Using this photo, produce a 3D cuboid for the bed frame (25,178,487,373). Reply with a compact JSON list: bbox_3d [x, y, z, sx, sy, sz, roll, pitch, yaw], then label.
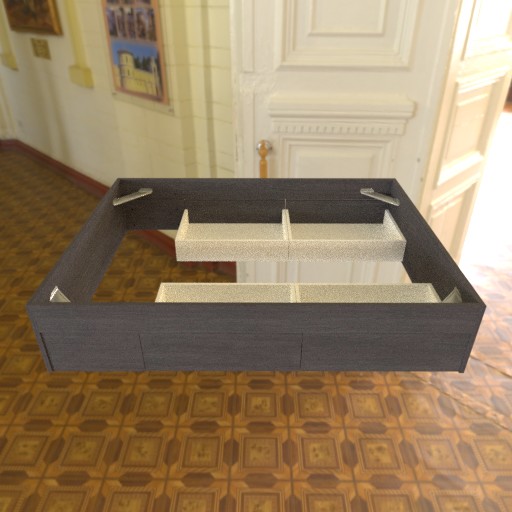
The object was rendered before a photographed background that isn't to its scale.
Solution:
[{"bbox_3d":[0.000,0.000,2.586,1.944,0.459,1.448,0,31,0],"label":"bed frame"}]
